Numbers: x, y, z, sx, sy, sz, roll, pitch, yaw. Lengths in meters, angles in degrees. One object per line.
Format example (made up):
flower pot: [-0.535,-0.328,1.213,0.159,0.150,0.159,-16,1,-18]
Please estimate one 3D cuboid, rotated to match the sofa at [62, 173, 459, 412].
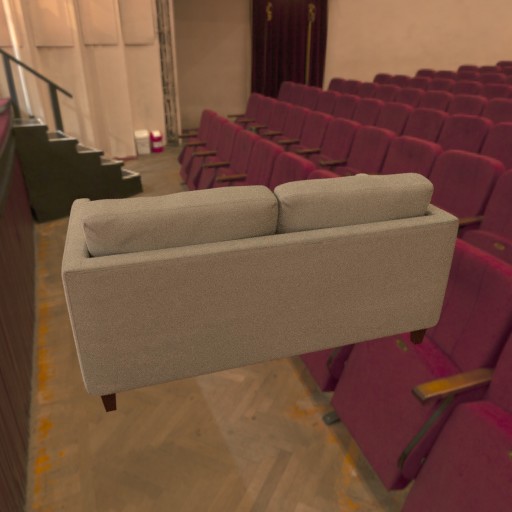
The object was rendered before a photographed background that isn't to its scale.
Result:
sofa: [0.000,0.000,2.462,1.884,0.963,0.950,-8,26,-16]
